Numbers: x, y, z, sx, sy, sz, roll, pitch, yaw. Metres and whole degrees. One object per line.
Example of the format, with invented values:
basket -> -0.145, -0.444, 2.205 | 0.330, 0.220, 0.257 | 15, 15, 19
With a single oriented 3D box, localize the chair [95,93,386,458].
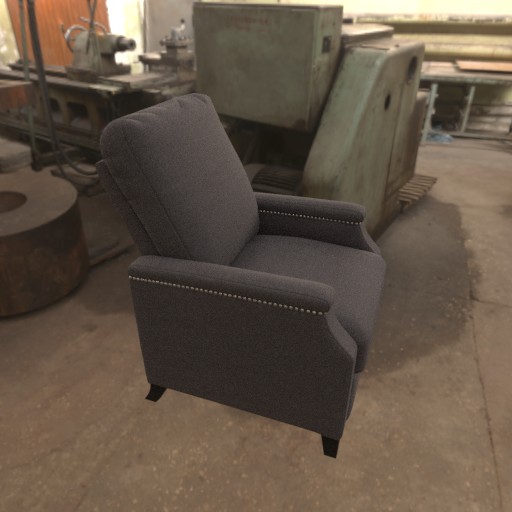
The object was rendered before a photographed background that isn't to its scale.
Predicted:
chair -> 0.000, 0.000, 1.642 | 0.922, 1.049, 0.710 | 10, 31, 18
